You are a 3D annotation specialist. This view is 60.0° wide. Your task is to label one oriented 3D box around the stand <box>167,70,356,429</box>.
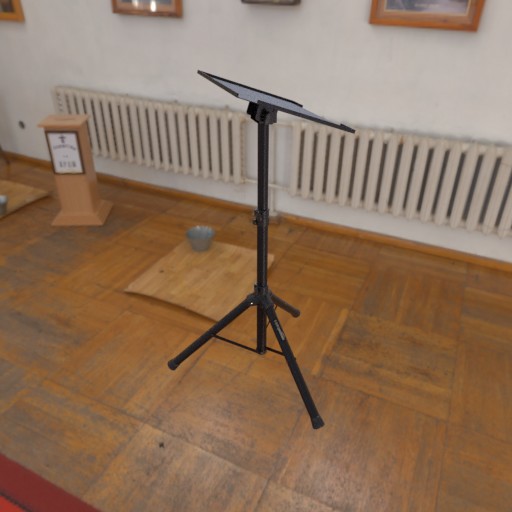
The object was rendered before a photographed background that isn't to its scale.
[{"bbox_3d":[0.000,0.000,1.610,0.702,1.198,0.702,-10,32,-17],"label":"stand"}]
